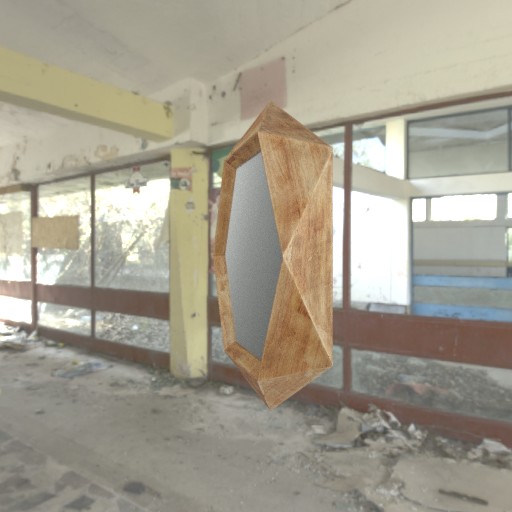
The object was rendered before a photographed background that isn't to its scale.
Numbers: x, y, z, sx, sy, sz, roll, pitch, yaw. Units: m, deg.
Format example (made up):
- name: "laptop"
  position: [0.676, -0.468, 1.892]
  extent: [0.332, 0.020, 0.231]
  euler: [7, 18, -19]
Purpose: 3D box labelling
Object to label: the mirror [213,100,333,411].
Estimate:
- name: "mirror"
  position: [0.000, 0.000, 1.101]
  extent: [0.091, 0.779, 0.675]
  euler: [0, 0, -17]
